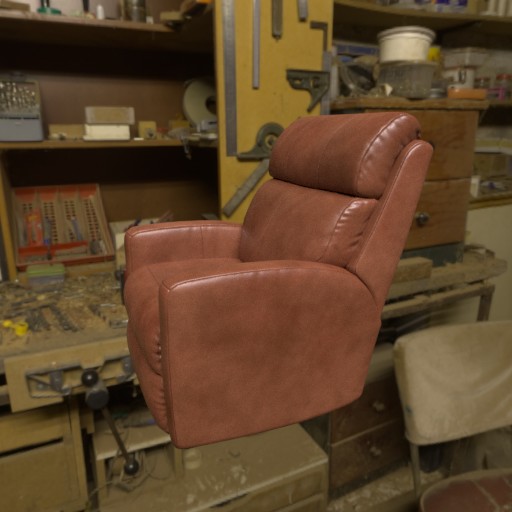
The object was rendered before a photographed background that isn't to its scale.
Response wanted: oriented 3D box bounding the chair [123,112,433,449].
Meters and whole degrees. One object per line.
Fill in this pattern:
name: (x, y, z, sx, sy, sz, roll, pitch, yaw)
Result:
chair: (0.000, 0.000, 1.652, 0.939, 1.016, 0.787, -7, 17, -23)
